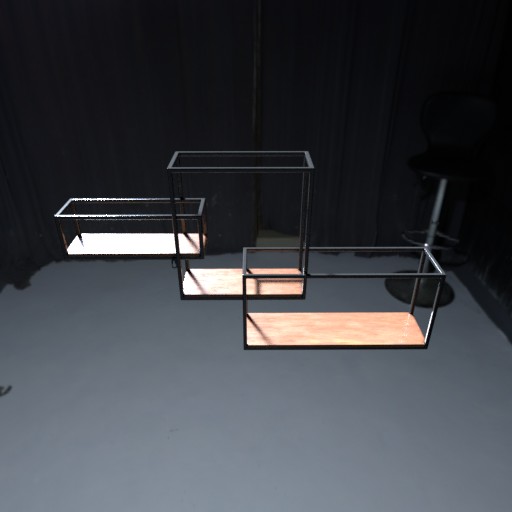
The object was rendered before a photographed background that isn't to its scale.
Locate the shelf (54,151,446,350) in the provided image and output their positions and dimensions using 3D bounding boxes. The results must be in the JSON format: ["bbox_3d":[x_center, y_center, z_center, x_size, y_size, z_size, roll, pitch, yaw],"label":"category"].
[{"bbox_3d":[0.000,0.000,2.173,1.781,0.972,0.275,0,30,0],"label":"shelf"}]
